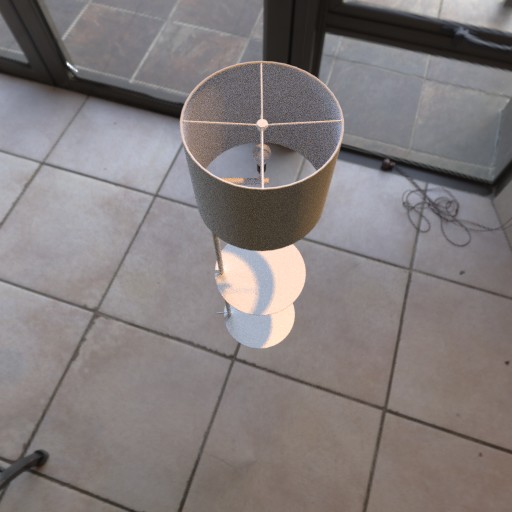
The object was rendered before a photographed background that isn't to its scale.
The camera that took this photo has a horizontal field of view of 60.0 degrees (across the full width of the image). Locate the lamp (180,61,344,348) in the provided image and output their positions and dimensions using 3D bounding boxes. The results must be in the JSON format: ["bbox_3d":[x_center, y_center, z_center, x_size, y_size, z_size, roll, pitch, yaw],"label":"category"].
[{"bbox_3d":[0.000,0.000,1.669,0.405,1.465,0.372,0,65,0],"label":"lamp"}]
